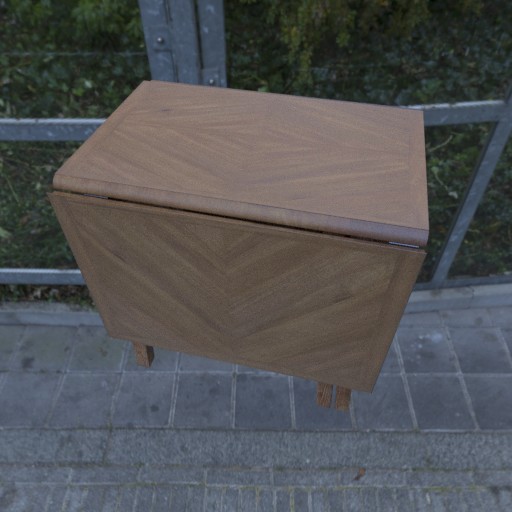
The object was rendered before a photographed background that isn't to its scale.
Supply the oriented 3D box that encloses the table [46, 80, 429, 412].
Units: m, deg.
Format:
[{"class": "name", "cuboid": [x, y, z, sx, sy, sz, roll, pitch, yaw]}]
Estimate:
[{"class": "table", "cuboid": [0.000, 0.000, 1.658, 0.967, 0.981, 0.701, 10, 46, 9]}]
